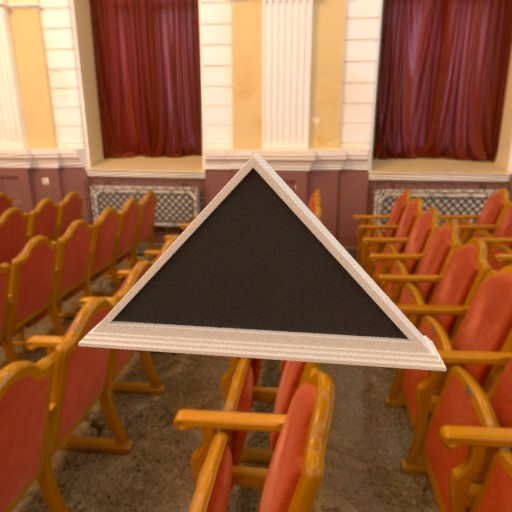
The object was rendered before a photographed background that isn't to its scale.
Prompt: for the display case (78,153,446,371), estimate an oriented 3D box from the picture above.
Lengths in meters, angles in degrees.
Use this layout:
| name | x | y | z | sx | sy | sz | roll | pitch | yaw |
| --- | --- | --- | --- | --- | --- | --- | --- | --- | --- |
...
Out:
| name | x | y | z | sx | sy | sz | roll | pitch | yaw |
| --- | --- | --- | --- | --- | --- | --- | --- | --- | --- |
| display case | 0.000 | 0.000 | 0.763 | 0.640 | 0.340 | 0.095 | 2 | 16 | 7 |
